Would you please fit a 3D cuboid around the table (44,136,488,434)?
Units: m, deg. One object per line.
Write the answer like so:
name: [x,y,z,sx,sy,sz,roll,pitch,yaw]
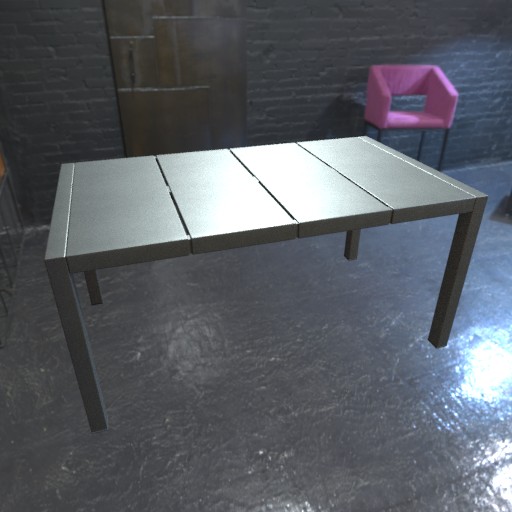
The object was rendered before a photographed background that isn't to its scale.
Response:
table: [0.000,0.000,1.250,0.965,0.460,0.559,-9,31,-15]
